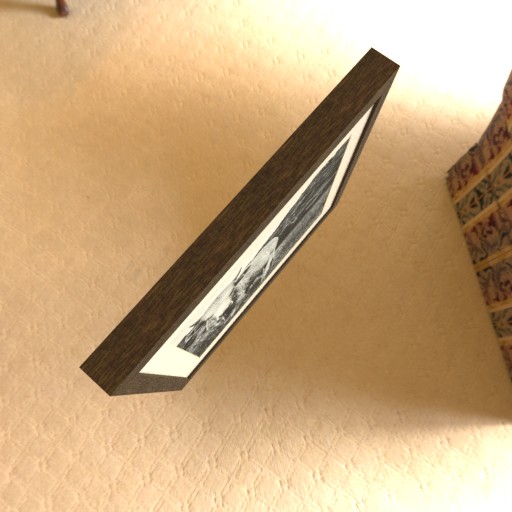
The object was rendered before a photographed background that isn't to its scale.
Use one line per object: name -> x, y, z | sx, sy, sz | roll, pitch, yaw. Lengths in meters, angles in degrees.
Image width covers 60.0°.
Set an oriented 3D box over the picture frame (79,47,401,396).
picture frame -> 0.000, 0.000, 0.530 | 0.033, 0.330, 0.378 | 39, 77, 10
